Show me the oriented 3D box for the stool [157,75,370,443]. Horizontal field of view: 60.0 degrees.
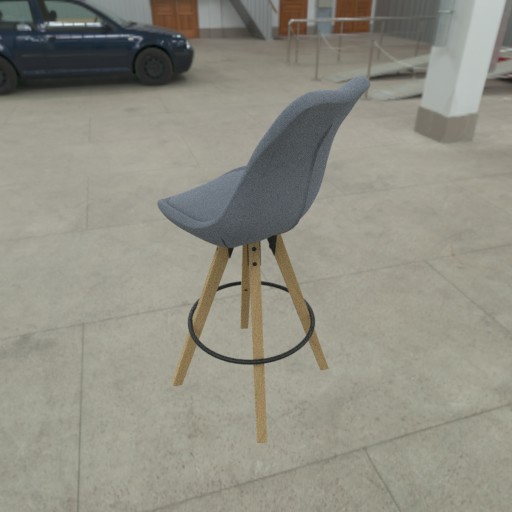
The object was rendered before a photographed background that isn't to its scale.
[{"bbox_3d":[0.000,0.000,1.435,0.550,1.115,0.485,22,38,31],"label":"stool"}]
